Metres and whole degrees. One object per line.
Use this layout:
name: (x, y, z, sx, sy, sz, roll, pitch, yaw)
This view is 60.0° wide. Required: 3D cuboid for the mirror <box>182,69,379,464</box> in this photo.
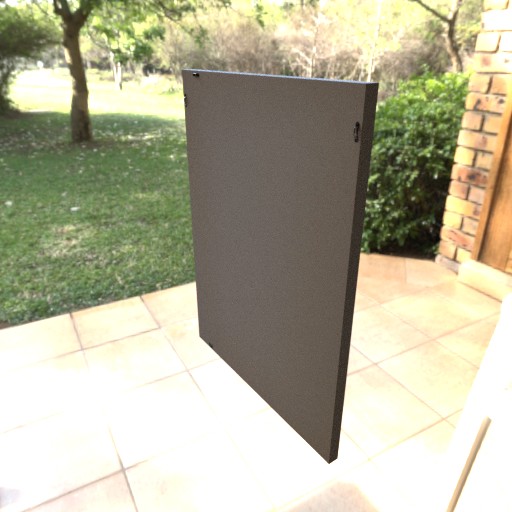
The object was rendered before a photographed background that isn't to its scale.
mirror: (0.000, 0.000, 1.338, 0.040, 1.016, 0.762, -17, 30, -32)
